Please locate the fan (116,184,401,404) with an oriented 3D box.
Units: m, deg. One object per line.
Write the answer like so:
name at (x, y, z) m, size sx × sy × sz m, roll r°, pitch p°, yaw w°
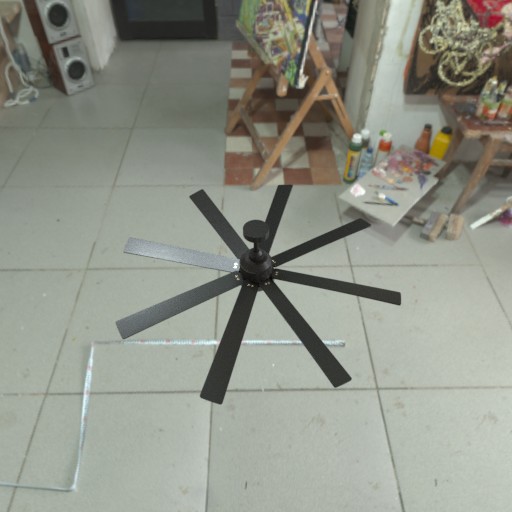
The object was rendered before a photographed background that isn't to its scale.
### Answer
fan at (0.000, 0.000, 2.765) m, size 1.830 × 0.472 × 1.830 m, roll -23°, pitch 51°, yaw -20°
